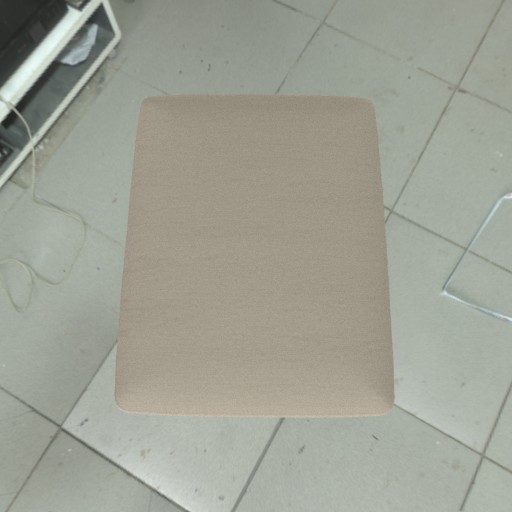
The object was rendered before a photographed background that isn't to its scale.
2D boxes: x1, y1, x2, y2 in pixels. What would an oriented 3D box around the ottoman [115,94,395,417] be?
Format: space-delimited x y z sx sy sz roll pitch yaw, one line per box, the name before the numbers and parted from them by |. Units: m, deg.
ottoman | 0.000 0.000 1.155 0.606 0.420 0.771 1 75 0
